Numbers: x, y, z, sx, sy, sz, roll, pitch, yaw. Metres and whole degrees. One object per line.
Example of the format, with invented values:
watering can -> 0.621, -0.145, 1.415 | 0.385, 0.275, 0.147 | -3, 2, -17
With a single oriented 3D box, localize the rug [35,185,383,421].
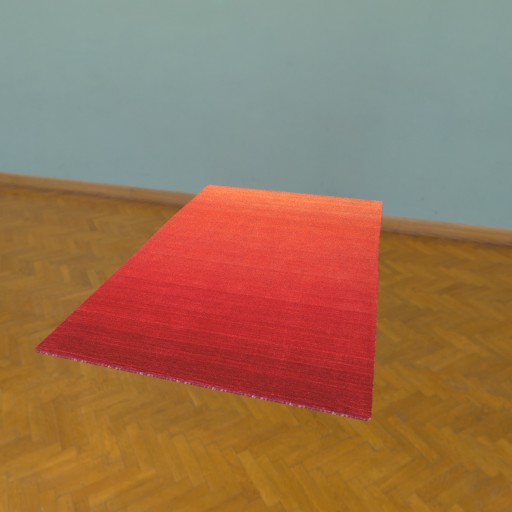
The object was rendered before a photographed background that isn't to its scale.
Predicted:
rug -> 0.000, 0.000, 2.272 | 1.230, 0.018, 1.835 | 7, 30, 13
